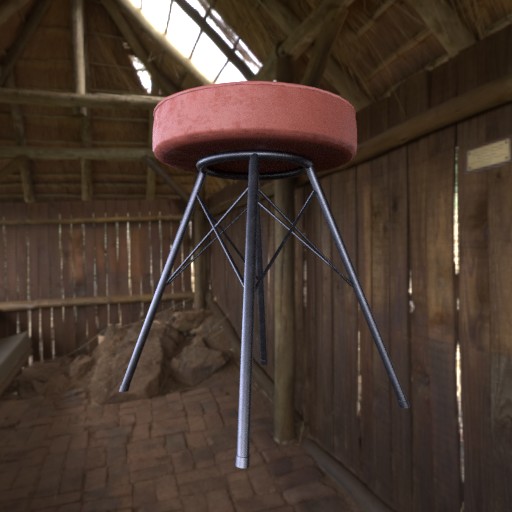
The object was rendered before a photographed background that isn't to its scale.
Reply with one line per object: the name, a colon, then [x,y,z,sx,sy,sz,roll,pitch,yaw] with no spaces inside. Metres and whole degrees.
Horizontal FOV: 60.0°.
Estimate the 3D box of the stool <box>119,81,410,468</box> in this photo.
stool: [0.000,0.000,0.920,0.421,0.593,0.457,0,0,-38]
